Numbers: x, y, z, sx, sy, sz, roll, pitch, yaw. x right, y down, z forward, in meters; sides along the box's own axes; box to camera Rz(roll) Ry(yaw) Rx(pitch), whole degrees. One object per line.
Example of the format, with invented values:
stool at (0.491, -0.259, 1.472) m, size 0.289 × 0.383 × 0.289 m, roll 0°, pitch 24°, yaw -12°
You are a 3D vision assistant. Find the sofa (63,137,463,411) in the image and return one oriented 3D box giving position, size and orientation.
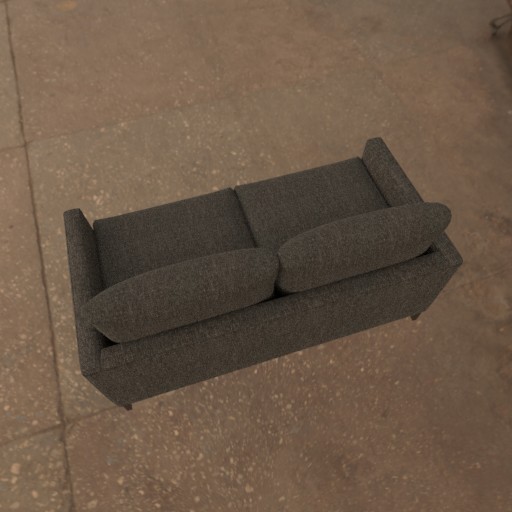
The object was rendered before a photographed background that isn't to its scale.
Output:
sofa at (0.000, 0.000, 2.215) m, size 1.716 × 0.862 × 0.866 m, roll -15°, pitch 59°, yaw -9°
